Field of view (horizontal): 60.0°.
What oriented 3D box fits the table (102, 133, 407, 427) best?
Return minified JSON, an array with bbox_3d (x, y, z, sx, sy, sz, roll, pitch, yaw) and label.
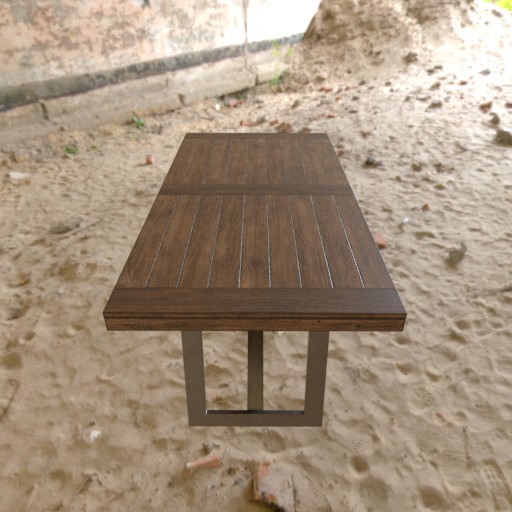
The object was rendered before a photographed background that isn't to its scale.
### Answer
[{"bbox_3d":[0.000,0.000,2.346,0.931,0.757,1.867,0,32,0],"label":"table"}]
